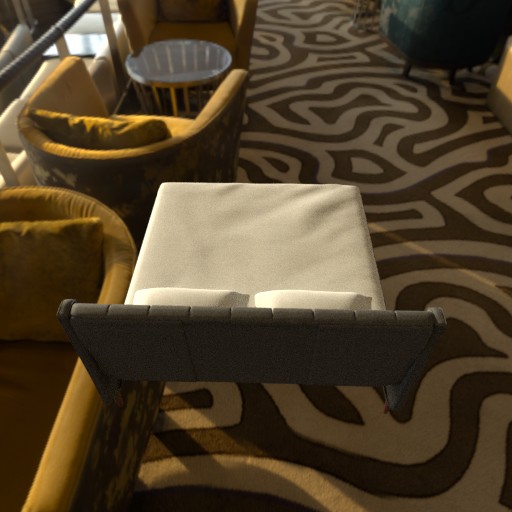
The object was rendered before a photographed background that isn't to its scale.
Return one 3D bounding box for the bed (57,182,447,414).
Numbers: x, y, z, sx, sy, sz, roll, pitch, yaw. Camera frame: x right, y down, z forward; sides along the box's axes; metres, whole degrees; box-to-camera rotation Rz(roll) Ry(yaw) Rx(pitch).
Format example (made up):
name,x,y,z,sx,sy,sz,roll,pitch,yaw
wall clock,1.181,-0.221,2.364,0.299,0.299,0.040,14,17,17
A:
name,x,y,z,sx,sy,sz,roll,pitch,yaw
bed,0.000,0.000,2.625,1.531,0.933,1.638,1,45,1
